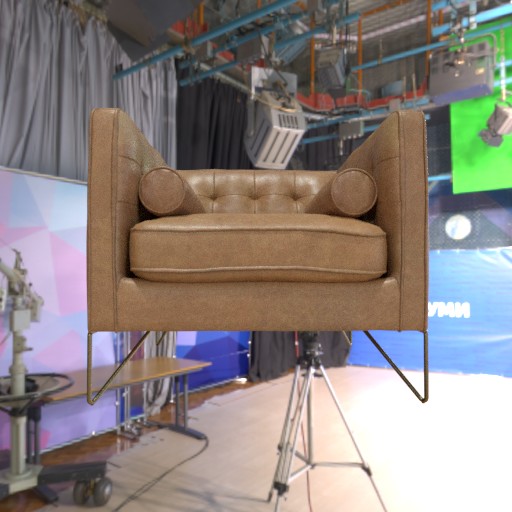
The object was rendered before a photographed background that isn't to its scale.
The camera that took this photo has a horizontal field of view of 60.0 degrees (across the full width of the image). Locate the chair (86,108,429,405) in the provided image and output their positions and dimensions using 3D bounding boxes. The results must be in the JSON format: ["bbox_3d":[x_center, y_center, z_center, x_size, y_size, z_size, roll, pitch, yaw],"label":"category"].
[{"bbox_3d":[0.000,0.000,1.594,0.920,0.797,0.912,0,-1,-1],"label":"chair"}]
